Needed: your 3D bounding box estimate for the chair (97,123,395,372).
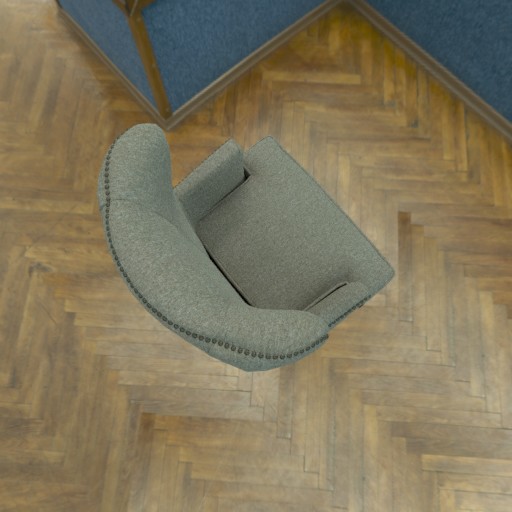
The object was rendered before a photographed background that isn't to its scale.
[{"bbox_3d":[0.000,0.000,1.592,0.758,1.060,0.759,-38,77,-10],"label":"chair"}]
